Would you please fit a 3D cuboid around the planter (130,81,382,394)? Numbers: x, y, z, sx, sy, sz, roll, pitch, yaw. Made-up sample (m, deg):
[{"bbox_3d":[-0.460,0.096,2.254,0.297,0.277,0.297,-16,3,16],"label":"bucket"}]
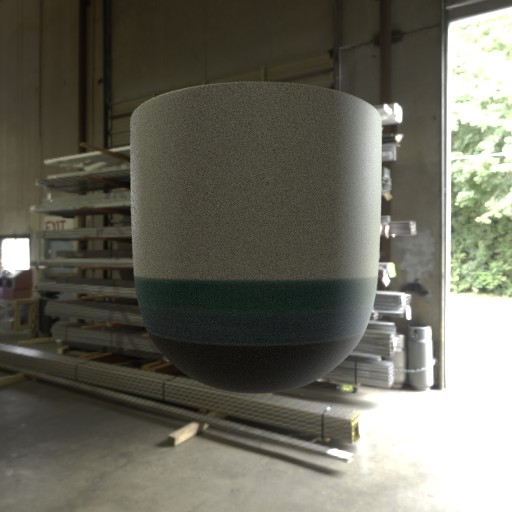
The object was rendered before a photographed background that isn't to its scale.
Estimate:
[{"bbox_3d":[0.000,0.000,0.373,0.204,0.214,0.204,0,0,0],"label":"planter"}]
